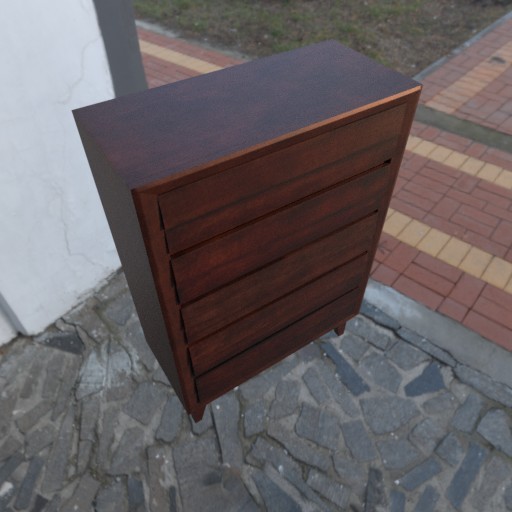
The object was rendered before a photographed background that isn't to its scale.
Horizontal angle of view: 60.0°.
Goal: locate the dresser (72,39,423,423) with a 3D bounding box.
[{"bbox_3d":[0.000,0.000,2.012,1.072,1.514,0.506,-25,51,-22],"label":"dresser"}]
